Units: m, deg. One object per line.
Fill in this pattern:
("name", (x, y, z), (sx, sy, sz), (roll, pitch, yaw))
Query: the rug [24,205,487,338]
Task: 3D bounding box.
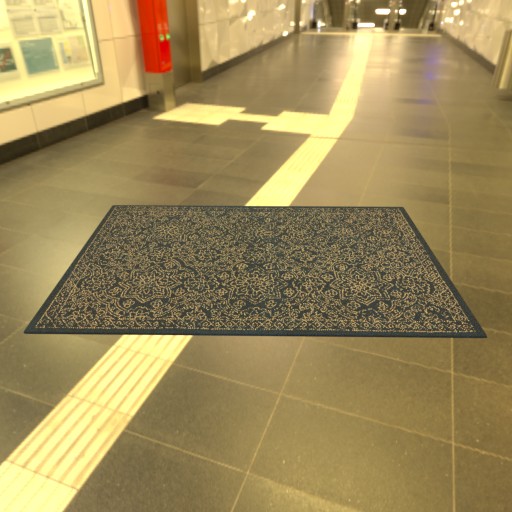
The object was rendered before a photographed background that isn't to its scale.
("rug", (0.000, 0.000, 2.263), (1.829, 0.010, 1.219), (0, 31, 1))
